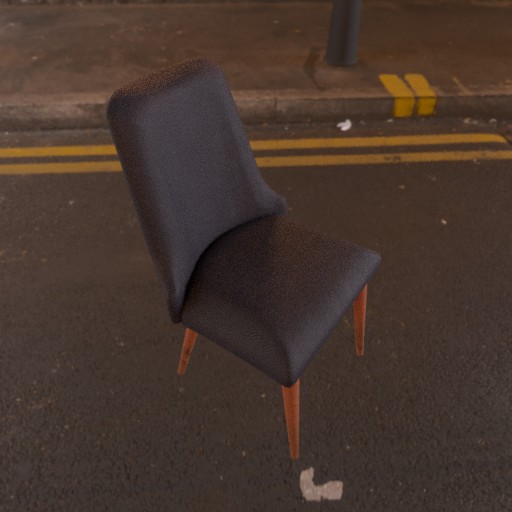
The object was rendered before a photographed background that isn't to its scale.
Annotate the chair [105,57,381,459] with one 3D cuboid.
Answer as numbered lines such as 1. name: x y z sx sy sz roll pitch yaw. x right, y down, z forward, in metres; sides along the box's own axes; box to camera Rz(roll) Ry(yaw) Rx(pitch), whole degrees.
1. chair: 0.000 0.000 1.138 0.567 0.820 0.504 25 48 25
